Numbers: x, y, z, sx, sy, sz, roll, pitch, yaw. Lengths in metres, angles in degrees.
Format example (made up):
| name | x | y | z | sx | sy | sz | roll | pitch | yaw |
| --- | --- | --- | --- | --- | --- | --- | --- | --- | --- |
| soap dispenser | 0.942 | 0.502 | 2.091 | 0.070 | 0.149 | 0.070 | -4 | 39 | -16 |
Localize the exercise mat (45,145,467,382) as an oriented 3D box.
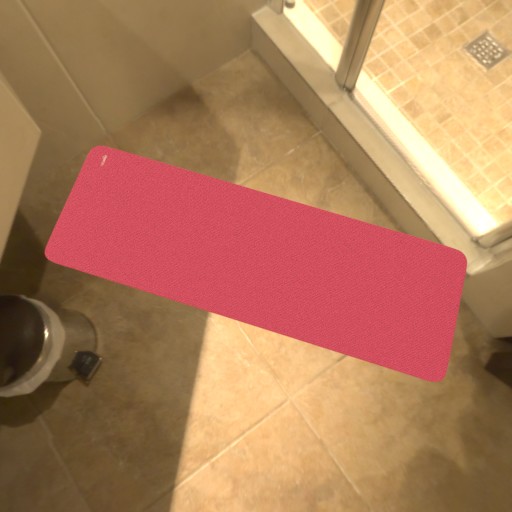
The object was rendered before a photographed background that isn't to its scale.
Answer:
| name | x | y | z | sx | sy | sz | roll | pitch | yaw |
| --- | --- | --- | --- | --- | --- | --- | --- | --- | --- |
| exercise mat | 0.000 | 0.000 | 2.045 | 1.884 | 0.021 | 0.616 | 17 | 77 | 4 |
